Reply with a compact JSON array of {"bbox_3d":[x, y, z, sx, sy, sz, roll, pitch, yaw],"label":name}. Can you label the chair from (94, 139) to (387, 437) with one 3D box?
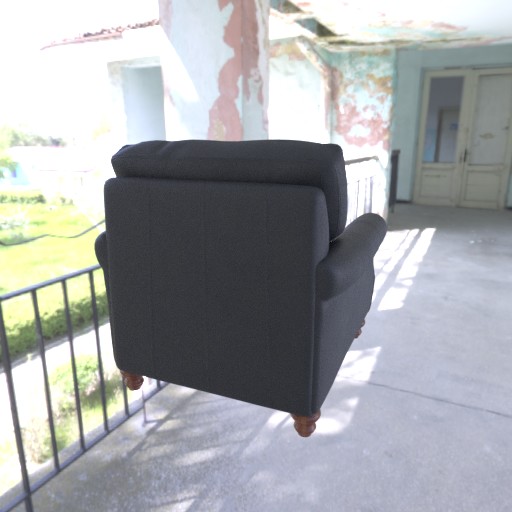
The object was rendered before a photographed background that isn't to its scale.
[{"bbox_3d":[0.000,0.000,1.864,1.015,0.960,1.027,8,18,27],"label":"chair"}]
